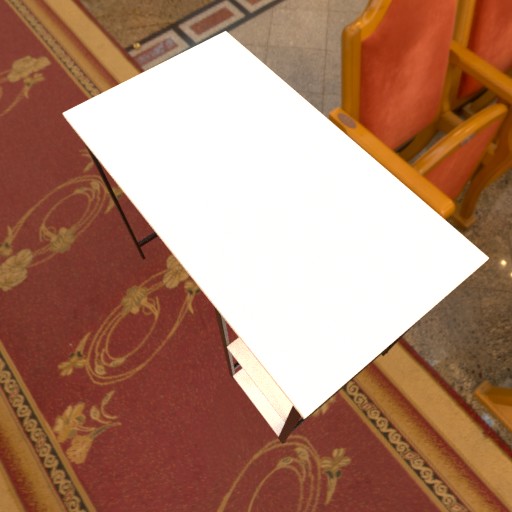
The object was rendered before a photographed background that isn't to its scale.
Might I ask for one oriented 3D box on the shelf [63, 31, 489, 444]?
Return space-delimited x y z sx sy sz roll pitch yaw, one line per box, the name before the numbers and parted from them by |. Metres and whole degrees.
shelf | 0.000 0.000 1.326 0.498 0.750 0.902 -35 68 -17
